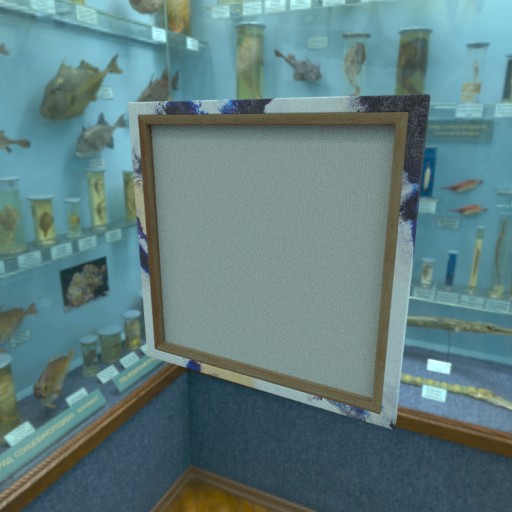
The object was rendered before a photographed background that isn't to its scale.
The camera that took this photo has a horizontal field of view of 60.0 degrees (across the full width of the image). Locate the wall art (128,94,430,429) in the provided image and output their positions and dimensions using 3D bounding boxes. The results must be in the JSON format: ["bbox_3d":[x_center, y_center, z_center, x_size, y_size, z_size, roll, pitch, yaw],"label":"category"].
[{"bbox_3d":[0.000,0.000,1.326,0.887,0.885,0.038,9,19,26],"label":"wall art"}]
